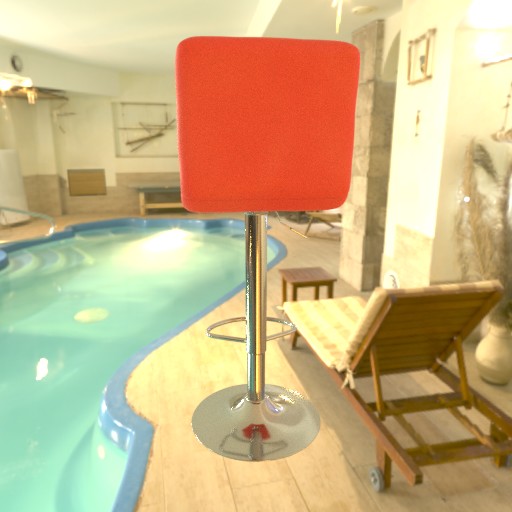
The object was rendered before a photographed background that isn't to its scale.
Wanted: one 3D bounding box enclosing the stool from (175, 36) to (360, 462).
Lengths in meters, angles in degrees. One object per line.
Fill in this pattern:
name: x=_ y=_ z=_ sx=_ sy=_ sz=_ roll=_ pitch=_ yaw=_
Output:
stool: x=0.000 y=0.000 z=1.338 sx=0.430 sy=1.115 sz=0.505 roll=-2 pitch=14 yaw=-8
